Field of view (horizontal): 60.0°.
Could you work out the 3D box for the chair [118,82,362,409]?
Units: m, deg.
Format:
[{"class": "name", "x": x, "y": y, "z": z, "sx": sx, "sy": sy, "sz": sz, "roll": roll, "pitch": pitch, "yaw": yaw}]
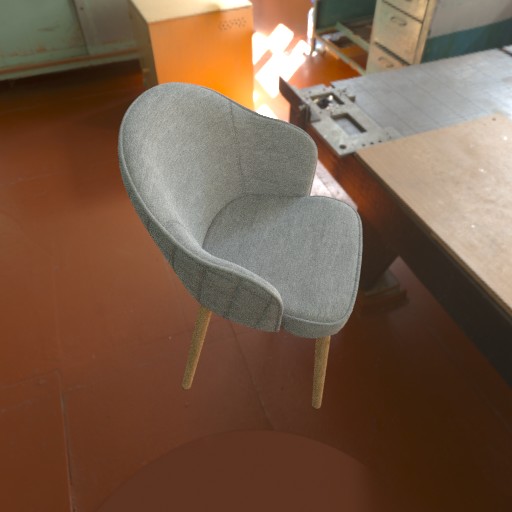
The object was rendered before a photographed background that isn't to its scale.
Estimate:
[{"class": "chair", "x": 0.000, "y": 0.000, "z": 1.160, "sx": 0.530, "sy": 0.800, "sz": 0.540, "roll": 10, "pitch": 48, "yaw": 9}]
